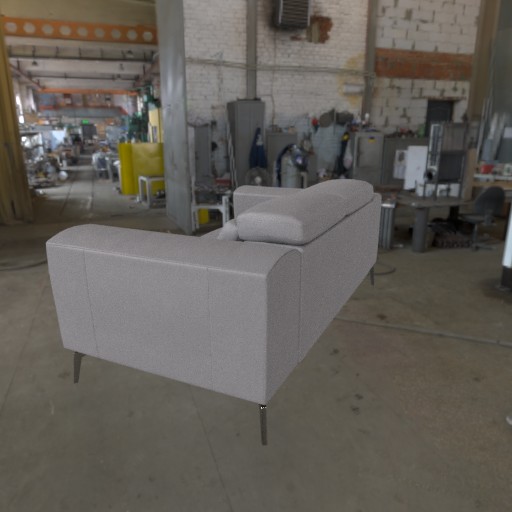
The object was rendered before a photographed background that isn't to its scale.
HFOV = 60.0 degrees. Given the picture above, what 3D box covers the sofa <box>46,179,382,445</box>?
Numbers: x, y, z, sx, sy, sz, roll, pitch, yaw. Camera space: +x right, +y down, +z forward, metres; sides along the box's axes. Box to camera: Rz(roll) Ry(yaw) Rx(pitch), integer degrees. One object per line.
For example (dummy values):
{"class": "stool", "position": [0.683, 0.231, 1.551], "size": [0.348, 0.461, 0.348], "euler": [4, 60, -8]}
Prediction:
{"class": "sofa", "position": [0.000, 0.000, 2.432], "size": [1.003, 0.779, 1.895], "euler": [8, 18, 25]}
